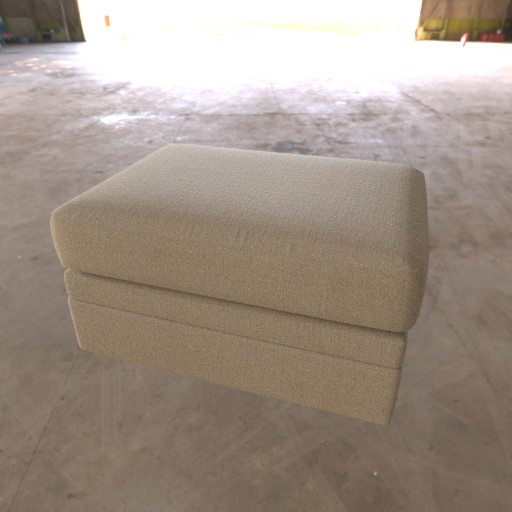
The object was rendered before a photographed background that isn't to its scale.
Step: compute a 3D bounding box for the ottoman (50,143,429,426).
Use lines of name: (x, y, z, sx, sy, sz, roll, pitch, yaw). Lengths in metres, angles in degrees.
ottoman: (0.000, 0.000, 1.268, 0.885, 0.478, 0.637, 9, 31, 16)
